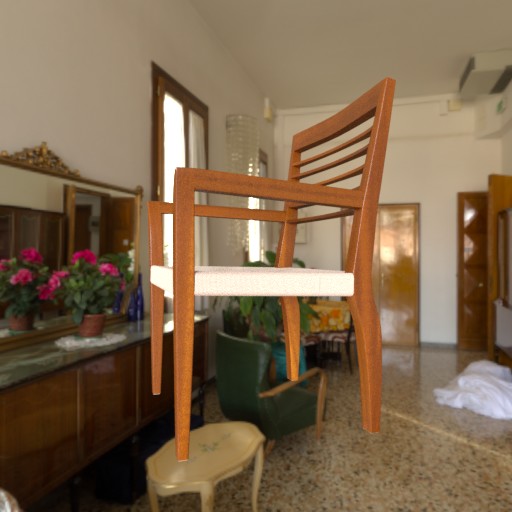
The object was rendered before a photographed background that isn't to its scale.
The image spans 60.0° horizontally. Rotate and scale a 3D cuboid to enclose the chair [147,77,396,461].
[{"bbox_3d":[0.000,0.000,1.241,0.540,0.855,0.587,0,0,-19],"label":"chair"}]
